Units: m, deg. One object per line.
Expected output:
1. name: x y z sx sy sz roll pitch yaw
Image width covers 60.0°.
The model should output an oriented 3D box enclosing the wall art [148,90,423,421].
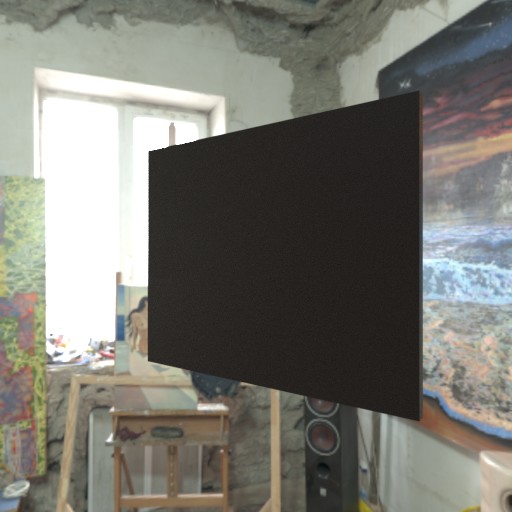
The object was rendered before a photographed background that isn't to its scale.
1. wall art: 0.000 0.000 1.654 1.207 0.952 0.034 0 0 37
